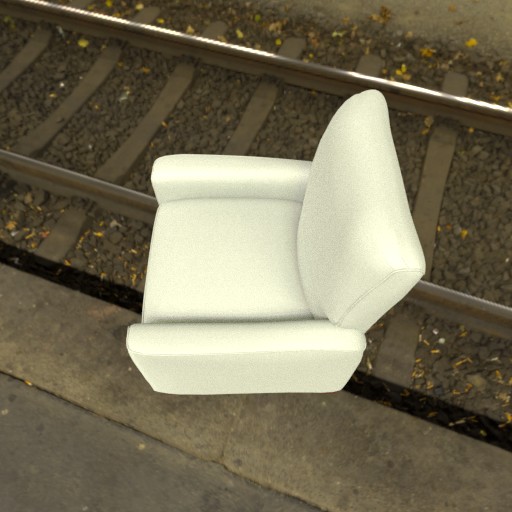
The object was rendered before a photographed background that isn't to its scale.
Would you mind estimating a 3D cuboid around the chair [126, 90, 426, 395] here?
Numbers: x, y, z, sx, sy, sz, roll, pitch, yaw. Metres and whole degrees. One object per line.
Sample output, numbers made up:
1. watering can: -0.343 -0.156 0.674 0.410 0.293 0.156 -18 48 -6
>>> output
1. chair: 0.000 0.000 1.646 0.846 1.007 0.853 0 58 0
